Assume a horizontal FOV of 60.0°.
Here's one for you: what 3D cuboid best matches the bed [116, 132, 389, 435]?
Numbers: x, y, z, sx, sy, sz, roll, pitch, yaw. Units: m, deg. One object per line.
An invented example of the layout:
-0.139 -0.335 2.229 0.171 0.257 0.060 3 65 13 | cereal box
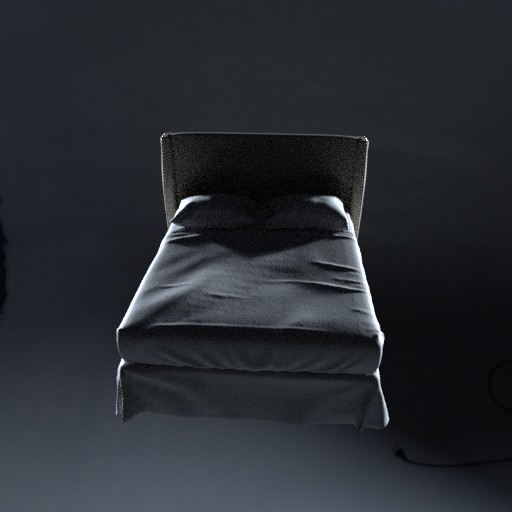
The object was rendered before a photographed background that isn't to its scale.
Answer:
0.000 0.000 3.533 1.925 1.332 2.276 2 32 3 | bed
